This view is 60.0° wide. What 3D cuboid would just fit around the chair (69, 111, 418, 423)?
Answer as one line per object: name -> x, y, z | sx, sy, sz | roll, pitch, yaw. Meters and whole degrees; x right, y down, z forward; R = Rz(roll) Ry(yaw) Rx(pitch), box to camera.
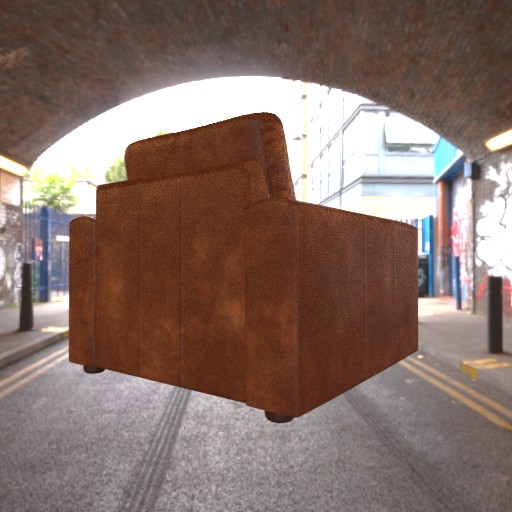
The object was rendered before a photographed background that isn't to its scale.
chair -> 0.000, 0.000, 1.765 | 1.005, 0.873, 1.016 | 0, 0, 36
